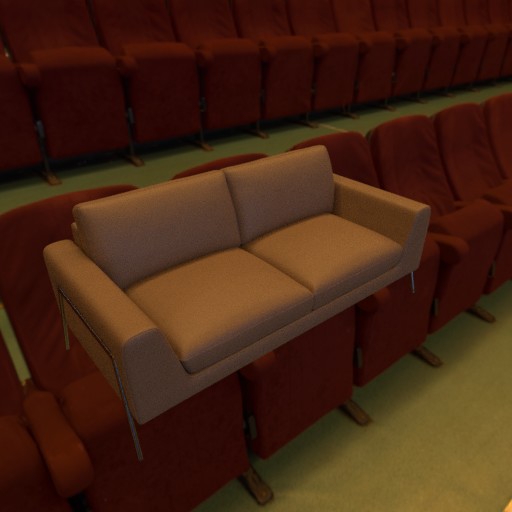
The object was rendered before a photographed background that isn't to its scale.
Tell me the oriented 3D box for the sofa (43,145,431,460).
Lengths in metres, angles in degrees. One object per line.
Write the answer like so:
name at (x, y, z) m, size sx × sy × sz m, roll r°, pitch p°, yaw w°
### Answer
sofa at (0.000, 0.000, 2.525) m, size 2.017 × 0.875 × 0.953 m, roll -22°, pitch 36°, yaw -33°
